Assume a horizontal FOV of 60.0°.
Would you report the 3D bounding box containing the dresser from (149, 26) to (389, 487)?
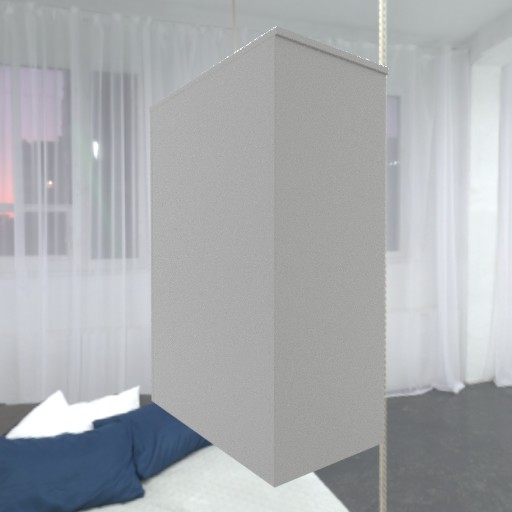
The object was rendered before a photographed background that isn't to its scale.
[{"bbox_3d":[0.000,0.000,1.378,0.401,1.021,0.704,-1,2,-36],"label":"dresser"}]
